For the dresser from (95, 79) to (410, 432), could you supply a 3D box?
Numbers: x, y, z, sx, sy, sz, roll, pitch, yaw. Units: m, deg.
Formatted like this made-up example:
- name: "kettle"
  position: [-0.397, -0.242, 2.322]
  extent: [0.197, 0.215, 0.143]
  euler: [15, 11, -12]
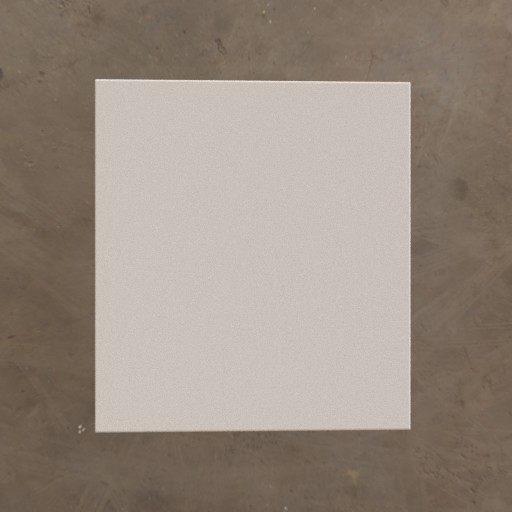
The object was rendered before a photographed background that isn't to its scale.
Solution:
- name: "dresser"
  position: [0.000, 0.000, 0.723]
  extent: [0.400, 0.360, 0.430]
  euler: [0, 90, -1]
